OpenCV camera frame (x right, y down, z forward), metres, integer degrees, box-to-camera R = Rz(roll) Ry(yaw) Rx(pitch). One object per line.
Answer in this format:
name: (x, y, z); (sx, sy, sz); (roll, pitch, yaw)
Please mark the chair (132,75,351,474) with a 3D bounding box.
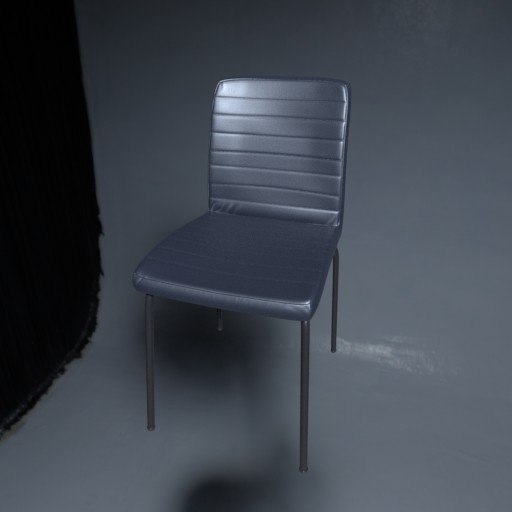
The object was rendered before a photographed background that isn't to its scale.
chair: (0.000, 0.000, 1.206); (0.450, 0.872, 0.572); (8, 27, 16)
